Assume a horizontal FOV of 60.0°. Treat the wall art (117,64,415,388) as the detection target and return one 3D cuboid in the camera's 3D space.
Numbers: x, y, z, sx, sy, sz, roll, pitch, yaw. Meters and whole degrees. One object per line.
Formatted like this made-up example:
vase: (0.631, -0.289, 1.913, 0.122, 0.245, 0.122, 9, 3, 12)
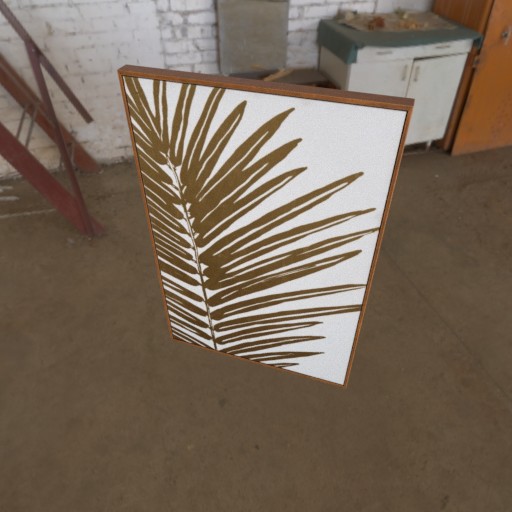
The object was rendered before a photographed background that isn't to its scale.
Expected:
wall art: (0.000, 0.000, 1.183, 0.610, 0.914, 0.037, 12, 43, 14)
